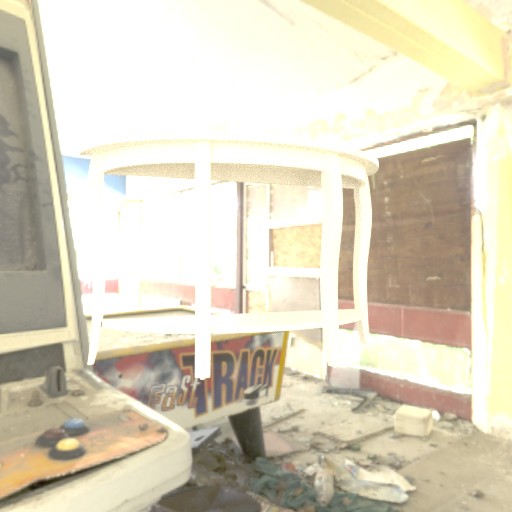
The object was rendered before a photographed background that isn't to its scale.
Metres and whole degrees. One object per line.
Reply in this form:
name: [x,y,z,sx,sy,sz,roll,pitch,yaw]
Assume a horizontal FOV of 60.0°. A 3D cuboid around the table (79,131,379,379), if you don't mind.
table: [0.000,0.000,1.620,1.219,0.780,0.394,0,0,-19]
